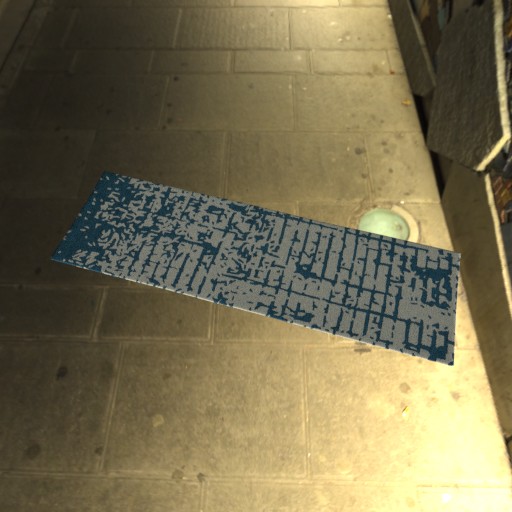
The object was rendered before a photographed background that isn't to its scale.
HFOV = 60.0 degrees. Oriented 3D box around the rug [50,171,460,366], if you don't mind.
[{"bbox_3d":[0.000,0.000,2.752,2.435,0.011,0.750,14,60,8],"label":"rug"}]
